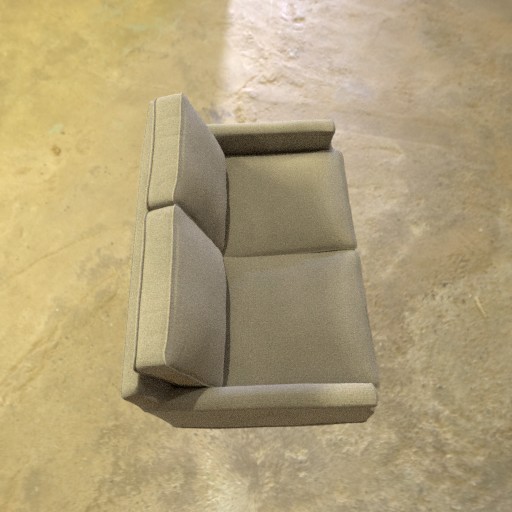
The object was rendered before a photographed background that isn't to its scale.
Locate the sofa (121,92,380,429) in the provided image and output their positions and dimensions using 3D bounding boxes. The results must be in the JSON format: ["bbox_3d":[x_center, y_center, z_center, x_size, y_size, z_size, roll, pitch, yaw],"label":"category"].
[{"bbox_3d":[0.000,0.000,2.291,1.084,1.003,1.597,-2,63,-1],"label":"sofa"}]
